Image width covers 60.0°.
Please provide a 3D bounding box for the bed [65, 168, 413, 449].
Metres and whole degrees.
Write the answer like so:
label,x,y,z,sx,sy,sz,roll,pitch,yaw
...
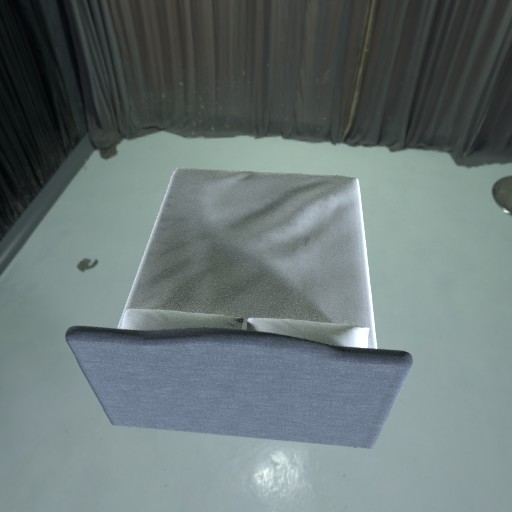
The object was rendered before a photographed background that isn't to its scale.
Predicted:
label,x,y,z,sx,sy,sz,roll,pitch,yaw
bed,0.000,0.000,3.928,2.161,1.457,2.689,4,47,4
